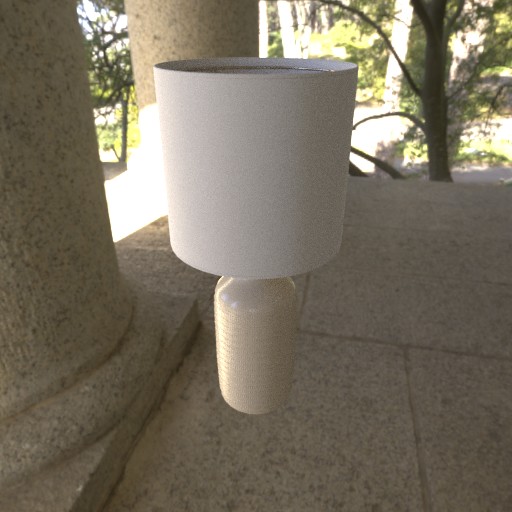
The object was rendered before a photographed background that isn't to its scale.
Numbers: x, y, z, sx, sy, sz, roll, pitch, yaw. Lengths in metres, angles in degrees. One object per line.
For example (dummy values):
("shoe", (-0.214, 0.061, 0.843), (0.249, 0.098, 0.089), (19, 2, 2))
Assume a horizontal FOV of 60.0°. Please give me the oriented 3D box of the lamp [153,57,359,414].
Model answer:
("lamp", (0.000, 0.000, 0.596), (0.220, 0.475, 0.220), (-8, 29, -15))
